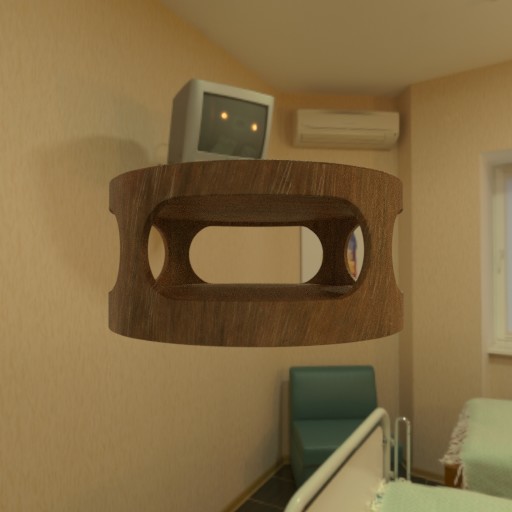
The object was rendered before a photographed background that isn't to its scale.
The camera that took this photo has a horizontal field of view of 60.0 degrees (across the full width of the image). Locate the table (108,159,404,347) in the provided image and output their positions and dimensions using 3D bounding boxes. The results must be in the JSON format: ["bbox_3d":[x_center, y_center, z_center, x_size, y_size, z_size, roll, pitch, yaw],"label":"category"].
[{"bbox_3d":[0.000,0.000,1.545,0.974,0.450,0.974,0,-1,0],"label":"table"}]
